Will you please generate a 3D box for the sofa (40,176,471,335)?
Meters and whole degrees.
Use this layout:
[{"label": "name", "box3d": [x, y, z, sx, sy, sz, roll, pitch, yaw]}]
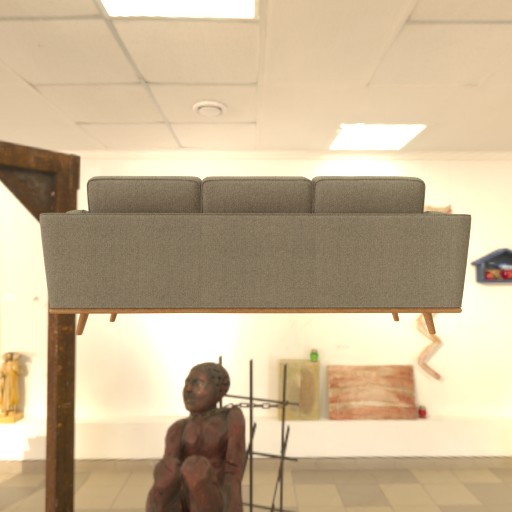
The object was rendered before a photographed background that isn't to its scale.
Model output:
[{"label": "sofa", "box3d": [0.000, 0.000, 2.800, 2.362, 0.899, 0.903, 0, -2, -1]}]
